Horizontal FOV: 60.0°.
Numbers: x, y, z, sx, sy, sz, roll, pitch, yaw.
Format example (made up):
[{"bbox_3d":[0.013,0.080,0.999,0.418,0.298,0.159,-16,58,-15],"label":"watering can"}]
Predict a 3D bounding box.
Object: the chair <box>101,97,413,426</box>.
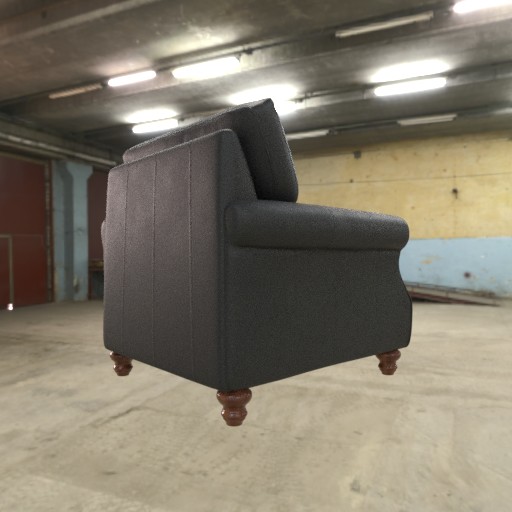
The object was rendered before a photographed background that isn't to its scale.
[{"bbox_3d":[0.000,0.000,1.802,1.027,0.960,1.015,0,0,-37],"label":"chair"}]
